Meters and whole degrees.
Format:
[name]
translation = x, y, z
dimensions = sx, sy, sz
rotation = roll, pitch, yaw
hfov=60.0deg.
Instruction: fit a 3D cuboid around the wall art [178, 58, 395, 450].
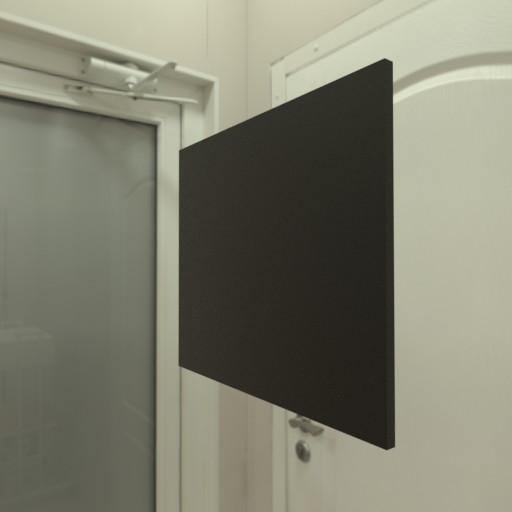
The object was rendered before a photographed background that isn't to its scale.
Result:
[wall art]
translation = 0.000, 0.000, 0.531
dimensions = 0.012, 0.332, 0.383
rotation = 1, -1, -37
